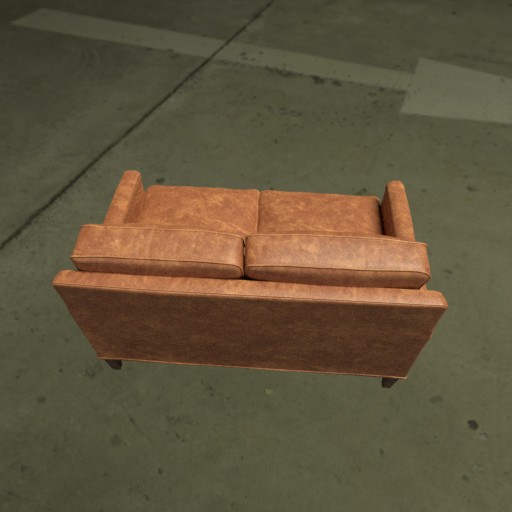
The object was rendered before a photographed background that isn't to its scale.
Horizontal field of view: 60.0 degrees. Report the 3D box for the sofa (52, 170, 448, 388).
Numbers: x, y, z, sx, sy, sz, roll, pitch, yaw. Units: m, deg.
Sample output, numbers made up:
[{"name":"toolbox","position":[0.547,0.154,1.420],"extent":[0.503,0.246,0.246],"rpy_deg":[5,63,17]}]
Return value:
[{"name":"sofa","position":[0.000,0.000,2.278],"extent":[1.597,1.003,1.084],"rpy_deg":[3,47,3]}]
